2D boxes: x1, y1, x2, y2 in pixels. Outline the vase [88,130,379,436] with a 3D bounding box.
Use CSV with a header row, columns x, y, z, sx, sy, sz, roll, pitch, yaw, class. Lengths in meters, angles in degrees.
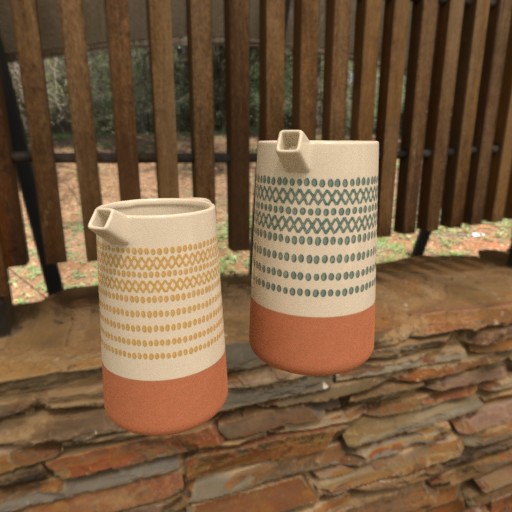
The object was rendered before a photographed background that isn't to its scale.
x,y,z,sx,sy,sz,roll,pitch,yaw,class
0.000,0.000,0.453,0.326,0.247,0.168,-7,17,-24,vase
